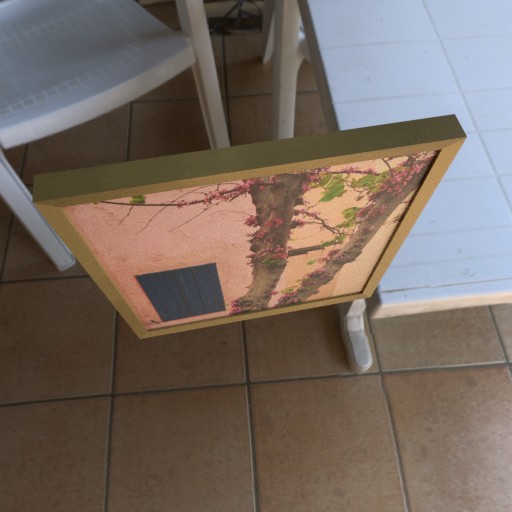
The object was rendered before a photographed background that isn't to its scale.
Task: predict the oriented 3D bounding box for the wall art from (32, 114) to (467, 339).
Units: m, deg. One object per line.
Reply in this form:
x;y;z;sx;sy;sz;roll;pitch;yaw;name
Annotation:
0.000;0.000;0.742;0.507;0.508;0.038;-10;63;-5;wall art
